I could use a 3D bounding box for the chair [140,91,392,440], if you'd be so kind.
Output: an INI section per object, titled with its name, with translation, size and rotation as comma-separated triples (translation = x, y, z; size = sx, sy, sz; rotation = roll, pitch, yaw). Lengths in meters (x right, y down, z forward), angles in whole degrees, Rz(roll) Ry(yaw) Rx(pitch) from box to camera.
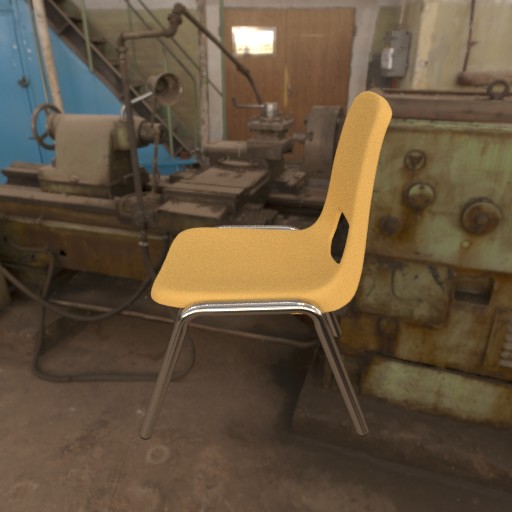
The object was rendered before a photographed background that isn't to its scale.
[chair]
translation = 0.000, 0.000, 0.842
size = 0.423, 0.586, 0.354
rotation = 0, 25, 1
